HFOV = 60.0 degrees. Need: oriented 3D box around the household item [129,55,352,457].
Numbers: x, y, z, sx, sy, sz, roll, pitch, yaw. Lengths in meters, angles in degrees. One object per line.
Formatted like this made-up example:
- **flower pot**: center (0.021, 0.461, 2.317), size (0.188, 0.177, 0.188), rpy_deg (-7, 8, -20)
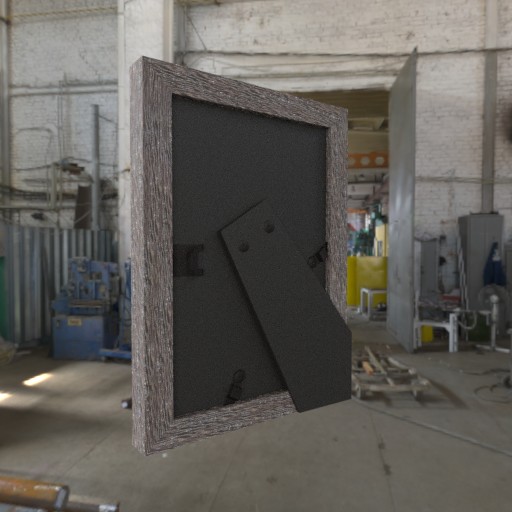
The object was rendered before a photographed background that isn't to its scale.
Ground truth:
- **household item**: center (0.000, 0.000, 0.242), size (0.133, 0.180, 0.020), rpy_deg (-1, 2, -36)
